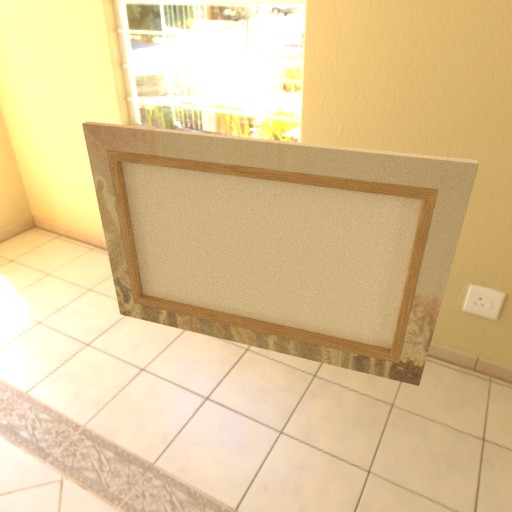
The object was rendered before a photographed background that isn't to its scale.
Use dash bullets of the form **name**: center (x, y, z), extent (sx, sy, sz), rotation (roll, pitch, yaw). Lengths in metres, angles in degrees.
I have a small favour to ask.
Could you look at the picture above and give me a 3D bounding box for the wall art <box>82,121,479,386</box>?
- **wall art**: center (0.000, 0.000, 1.909), extent (1.525, 1.012, 0.038), rotation (10, 33, 16)
